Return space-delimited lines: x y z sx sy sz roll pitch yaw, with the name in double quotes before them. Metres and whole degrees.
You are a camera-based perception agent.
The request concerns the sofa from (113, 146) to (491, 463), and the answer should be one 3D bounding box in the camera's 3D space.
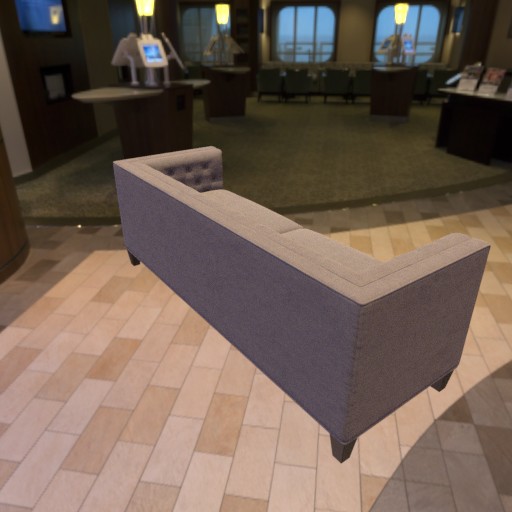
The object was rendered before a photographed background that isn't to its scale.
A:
"sofa" 0.000 0.000 2.517 0.775 0.762 2.159 -18 32 -32
